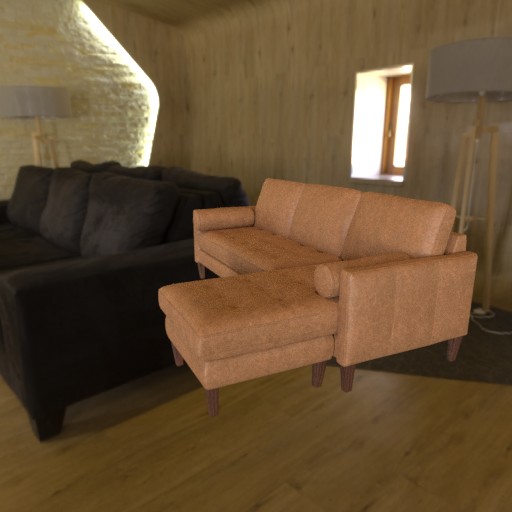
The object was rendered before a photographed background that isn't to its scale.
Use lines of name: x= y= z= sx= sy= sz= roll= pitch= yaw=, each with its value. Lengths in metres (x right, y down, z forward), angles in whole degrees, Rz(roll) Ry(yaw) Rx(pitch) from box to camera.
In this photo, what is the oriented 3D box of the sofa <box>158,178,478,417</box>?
sofa: x=0.000 y=0.000 z=2.946 sx=1.506 sy=0.876 sz=2.178 roll=-7 pitch=16 yaw=-25
